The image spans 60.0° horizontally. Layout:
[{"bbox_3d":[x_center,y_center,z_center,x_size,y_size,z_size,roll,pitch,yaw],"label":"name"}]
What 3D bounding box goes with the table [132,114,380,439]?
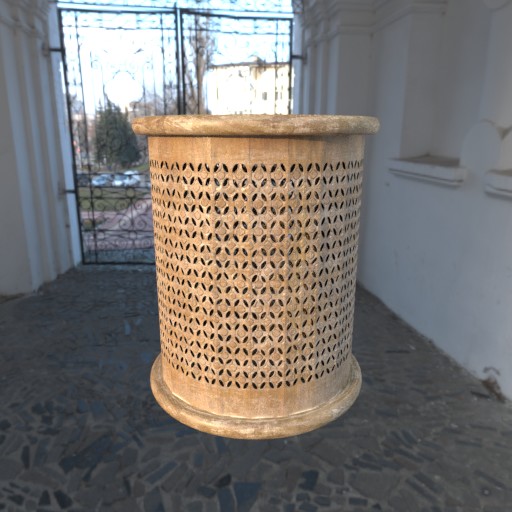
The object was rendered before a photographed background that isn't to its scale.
[{"bbox_3d":[0.000,0.000,0.814,0.407,0.482,0.407,0,16,0],"label":"table"}]
